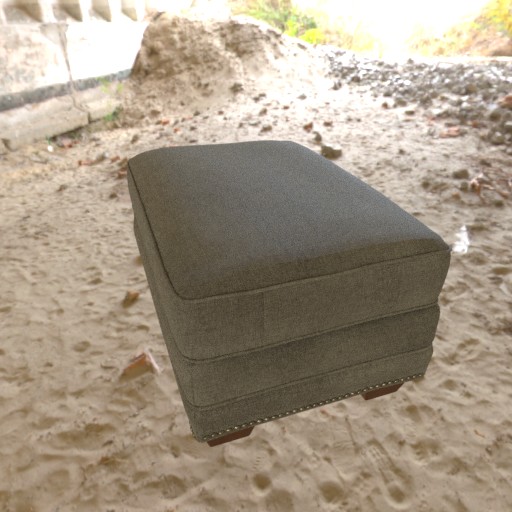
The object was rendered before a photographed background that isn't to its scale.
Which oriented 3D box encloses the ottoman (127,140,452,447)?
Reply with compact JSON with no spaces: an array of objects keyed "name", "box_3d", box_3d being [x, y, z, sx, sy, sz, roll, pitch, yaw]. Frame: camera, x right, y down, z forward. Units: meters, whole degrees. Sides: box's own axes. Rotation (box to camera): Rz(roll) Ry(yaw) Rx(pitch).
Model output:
[{"name":"ottoman","box_3d":[0.000,0.000,1.153,0.561,0.457,0.813,-10,30,-17]}]
